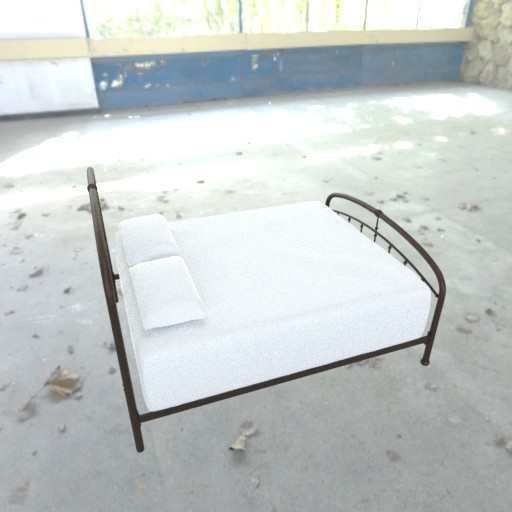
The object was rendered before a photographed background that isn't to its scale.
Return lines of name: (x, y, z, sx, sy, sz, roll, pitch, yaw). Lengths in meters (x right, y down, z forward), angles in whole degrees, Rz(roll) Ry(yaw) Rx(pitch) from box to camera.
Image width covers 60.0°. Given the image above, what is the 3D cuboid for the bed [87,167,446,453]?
bed: (0.000, 0.000, 3.351, 2.180, 1.425, 1.711, -10, 31, -18)
